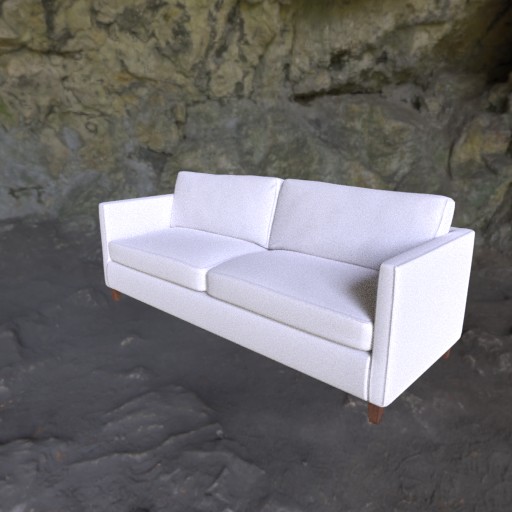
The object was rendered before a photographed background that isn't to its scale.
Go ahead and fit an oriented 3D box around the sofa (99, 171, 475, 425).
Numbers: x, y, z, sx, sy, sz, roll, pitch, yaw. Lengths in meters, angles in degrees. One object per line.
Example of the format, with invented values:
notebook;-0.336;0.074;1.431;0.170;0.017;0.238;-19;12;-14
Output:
sofa;0.000;0.000;2.874;2.361;0.962;0.951;14;21;41
